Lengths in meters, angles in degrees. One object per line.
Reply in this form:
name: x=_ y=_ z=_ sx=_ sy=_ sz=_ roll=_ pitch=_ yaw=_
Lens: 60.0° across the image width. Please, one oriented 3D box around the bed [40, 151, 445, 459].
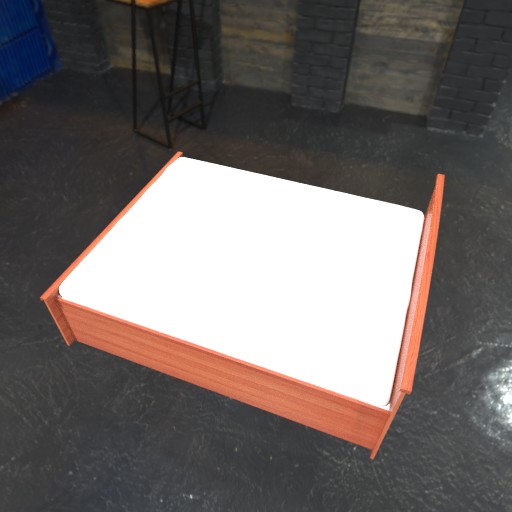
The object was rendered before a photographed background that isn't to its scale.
bed: x=0.000 y=0.000 z=2.927 sx=2.053 sy=0.848 sz=1.683 roll=15 pitch=47 yaw=15
